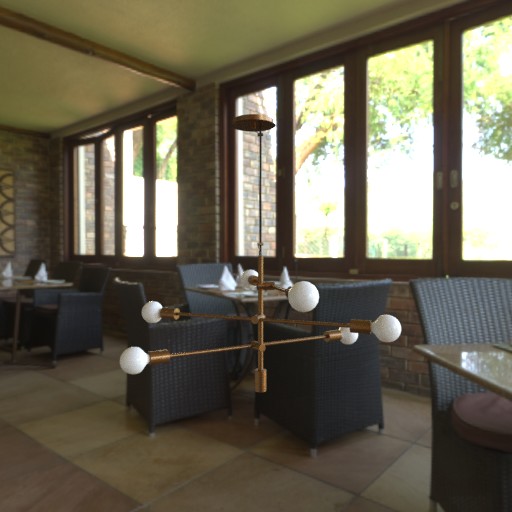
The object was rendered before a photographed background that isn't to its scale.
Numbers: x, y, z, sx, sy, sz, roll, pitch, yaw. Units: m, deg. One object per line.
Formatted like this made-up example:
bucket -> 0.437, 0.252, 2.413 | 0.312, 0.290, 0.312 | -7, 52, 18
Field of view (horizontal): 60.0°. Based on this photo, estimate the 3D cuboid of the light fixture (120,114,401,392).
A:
light fixture -> 0.000, 0.000, 1.226 | 0.682, 0.744, 0.637 | 0, 1, -1
